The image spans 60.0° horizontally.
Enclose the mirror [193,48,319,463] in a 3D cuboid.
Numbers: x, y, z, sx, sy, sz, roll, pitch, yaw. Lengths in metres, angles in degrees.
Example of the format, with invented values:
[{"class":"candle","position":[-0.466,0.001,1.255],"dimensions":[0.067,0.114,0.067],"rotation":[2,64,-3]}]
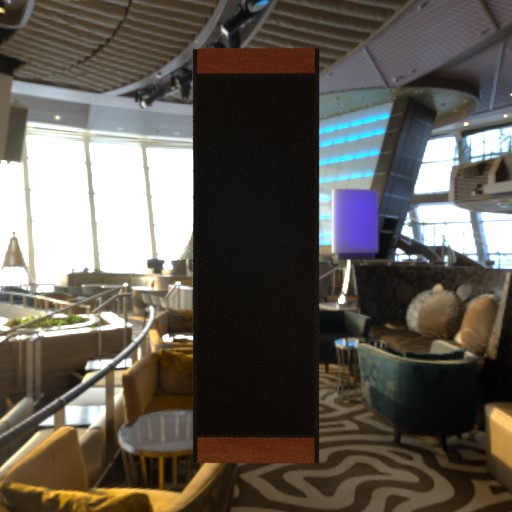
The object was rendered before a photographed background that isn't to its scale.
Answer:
[{"class":"mirror","position":[0.000,0.000,1.222],"dimensions":[0.343,1.123,0.047],"rotation":[0,0,1]}]
